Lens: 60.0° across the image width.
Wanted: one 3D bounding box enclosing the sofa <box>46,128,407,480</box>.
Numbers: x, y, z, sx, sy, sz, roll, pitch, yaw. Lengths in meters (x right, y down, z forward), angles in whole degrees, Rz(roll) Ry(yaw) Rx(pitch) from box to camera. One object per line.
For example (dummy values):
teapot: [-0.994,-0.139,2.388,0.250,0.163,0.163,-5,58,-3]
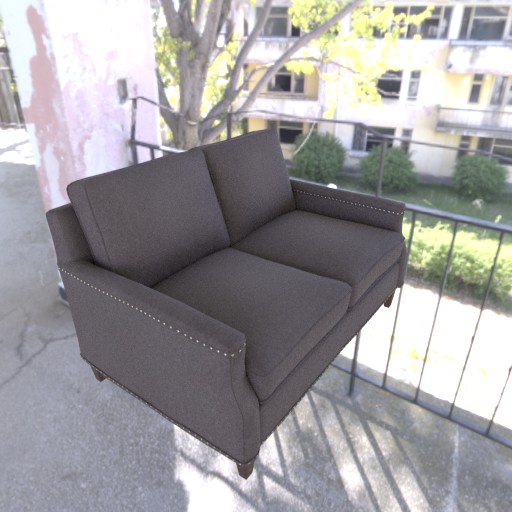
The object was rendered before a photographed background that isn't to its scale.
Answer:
sofa: [0.000,0.000,2.238,1.084,1.003,1.597,19,33,32]
